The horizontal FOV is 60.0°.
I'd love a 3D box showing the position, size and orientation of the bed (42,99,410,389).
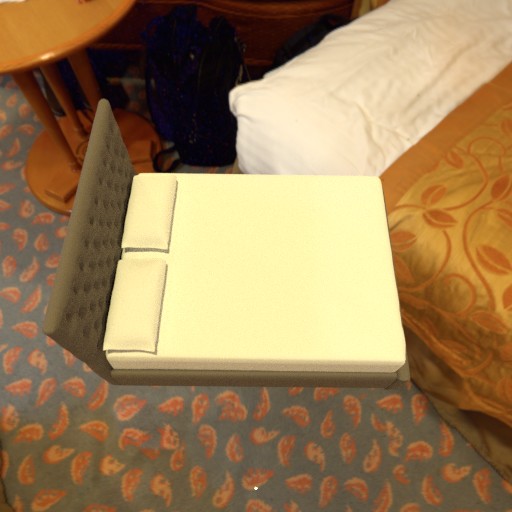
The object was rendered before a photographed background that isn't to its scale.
[{"bbox_3d":[0.000,0.000,3.288,2.233,1.426,1.696,1,62,0],"label":"bed"}]
